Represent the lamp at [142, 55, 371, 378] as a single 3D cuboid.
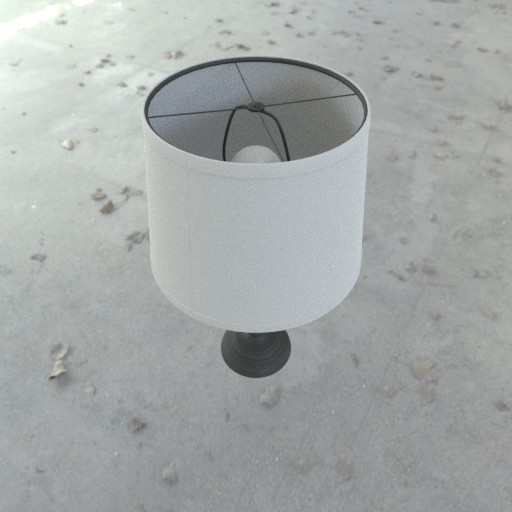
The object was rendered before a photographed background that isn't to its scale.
[{"bbox_3d":[0.000,0.000,0.676,0.310,0.501,0.310,0,46,0],"label":"lamp"}]
